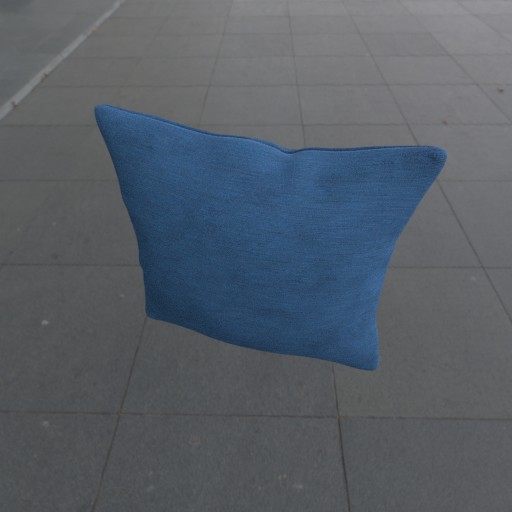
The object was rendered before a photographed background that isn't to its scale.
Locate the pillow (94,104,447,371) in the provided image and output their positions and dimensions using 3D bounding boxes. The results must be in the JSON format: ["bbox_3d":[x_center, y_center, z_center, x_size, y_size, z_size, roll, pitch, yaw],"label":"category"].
[{"bbox_3d":[0.000,0.000,0.665,0.437,0.420,0.177,11,43,12],"label":"pillow"}]
